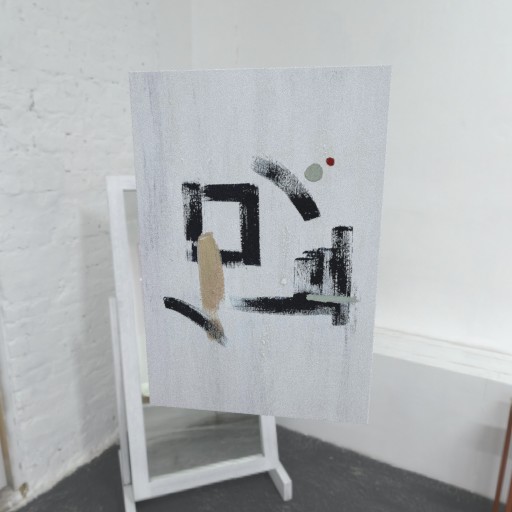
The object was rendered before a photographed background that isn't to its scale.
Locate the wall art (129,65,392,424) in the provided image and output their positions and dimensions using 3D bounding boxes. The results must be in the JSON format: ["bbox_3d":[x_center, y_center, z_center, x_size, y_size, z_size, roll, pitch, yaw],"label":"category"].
[{"bbox_3d":[0.000,0.000,1.167,0.624,0.914,0.043,2,14,8],"label":"wall art"}]
